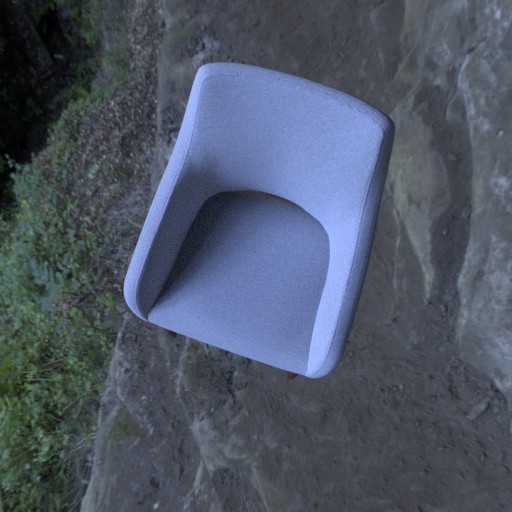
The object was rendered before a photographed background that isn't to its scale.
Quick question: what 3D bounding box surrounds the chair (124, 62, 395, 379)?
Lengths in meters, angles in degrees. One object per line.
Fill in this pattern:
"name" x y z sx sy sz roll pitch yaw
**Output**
"chair" 0.000 0.000 1.292 0.609 0.889 0.600 18 77 4
